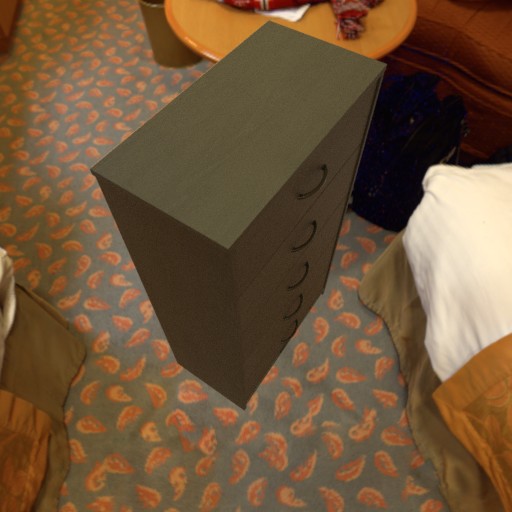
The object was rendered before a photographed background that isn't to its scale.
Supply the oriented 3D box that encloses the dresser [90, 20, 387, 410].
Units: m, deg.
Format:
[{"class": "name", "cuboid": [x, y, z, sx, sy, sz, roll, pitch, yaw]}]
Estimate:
[{"class": "dresser", "cuboid": [0.000, 0.000, 1.582, 0.399, 1.255, 0.704, 30, 62, 18]}]
